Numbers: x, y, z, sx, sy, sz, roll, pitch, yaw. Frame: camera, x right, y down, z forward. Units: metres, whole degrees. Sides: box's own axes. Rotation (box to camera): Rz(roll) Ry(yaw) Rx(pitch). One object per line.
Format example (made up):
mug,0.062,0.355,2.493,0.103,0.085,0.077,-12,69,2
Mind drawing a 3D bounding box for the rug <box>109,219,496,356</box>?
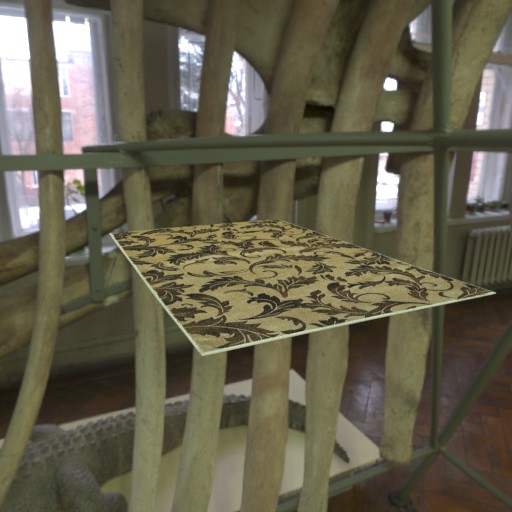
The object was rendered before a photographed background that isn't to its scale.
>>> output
rug,0.000,0.000,2.849,1.522,0.008,2.284,-7,16,-25
